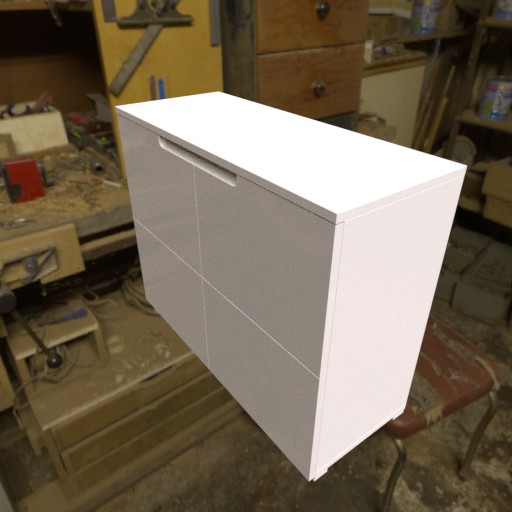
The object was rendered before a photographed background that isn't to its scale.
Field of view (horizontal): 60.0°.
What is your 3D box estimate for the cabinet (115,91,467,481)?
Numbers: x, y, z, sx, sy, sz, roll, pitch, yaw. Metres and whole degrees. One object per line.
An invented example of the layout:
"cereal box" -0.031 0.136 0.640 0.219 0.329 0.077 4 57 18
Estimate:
"cabinet" 0.000 0.000 1.411 0.400 0.800 1.000 -21 37 -31
